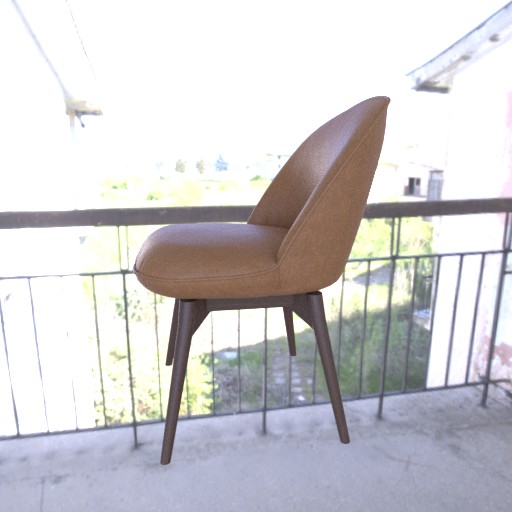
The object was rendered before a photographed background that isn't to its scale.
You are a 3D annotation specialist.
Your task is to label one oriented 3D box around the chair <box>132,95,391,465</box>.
[{"bbox_3d":[0.000,0.000,1.202,0.631,0.831,0.521,-2,12,-10],"label":"chair"}]
